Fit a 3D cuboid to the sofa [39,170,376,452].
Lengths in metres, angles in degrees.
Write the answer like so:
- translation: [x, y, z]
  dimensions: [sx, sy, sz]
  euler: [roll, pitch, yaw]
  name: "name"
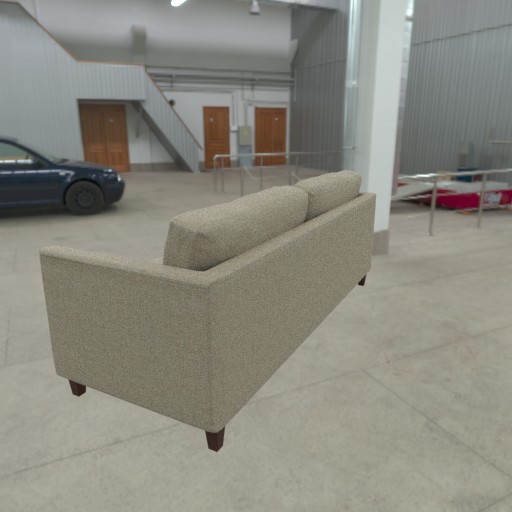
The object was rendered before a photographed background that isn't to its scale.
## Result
- translation: [0.000, 0.000, 2.841]
  dimensions: [0.951, 0.965, 2.434]
  euler: [9, 18, 27]
  name: "sofa"
